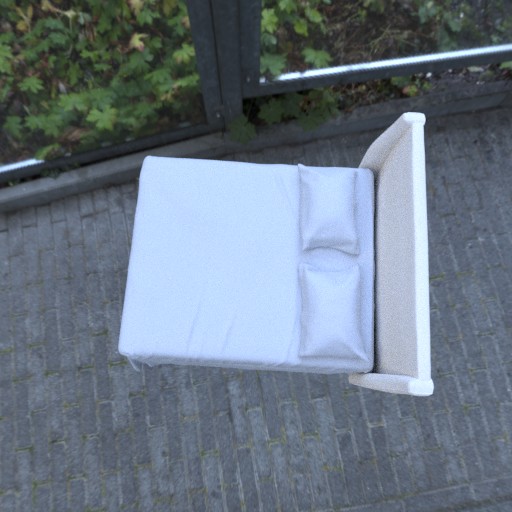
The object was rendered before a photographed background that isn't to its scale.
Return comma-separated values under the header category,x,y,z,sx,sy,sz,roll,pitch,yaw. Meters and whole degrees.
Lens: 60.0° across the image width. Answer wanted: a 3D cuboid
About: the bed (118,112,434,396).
category,x,y,z,sx,sy,sz,roll,pitch,yaw
bed,0.000,0.000,3.522,2.276,1.332,1.925,4,76,1
